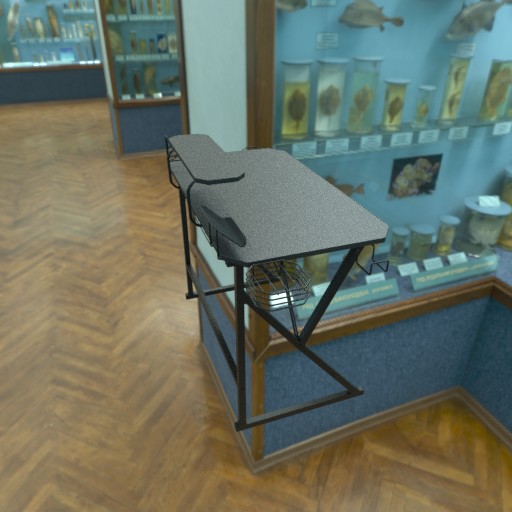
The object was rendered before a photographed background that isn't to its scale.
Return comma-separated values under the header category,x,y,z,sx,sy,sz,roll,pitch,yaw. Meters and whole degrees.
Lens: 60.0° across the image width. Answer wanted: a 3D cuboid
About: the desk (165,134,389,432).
category,x,y,z,sx,sy,sz,roll,pitch,yaw
desk,0.000,0.000,1.783,0.580,0.880,1.290,-10,32,-17
